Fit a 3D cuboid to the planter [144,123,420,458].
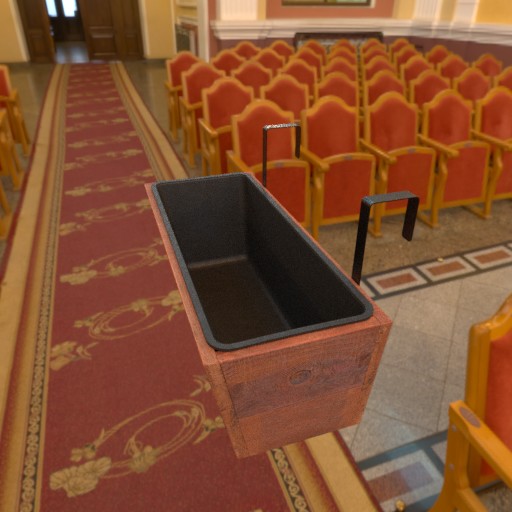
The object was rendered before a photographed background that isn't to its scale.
[{"bbox_3d":[0.000,0.000,0.655,0.262,0.289,0.480,-10,32,-16],"label":"planter"}]
